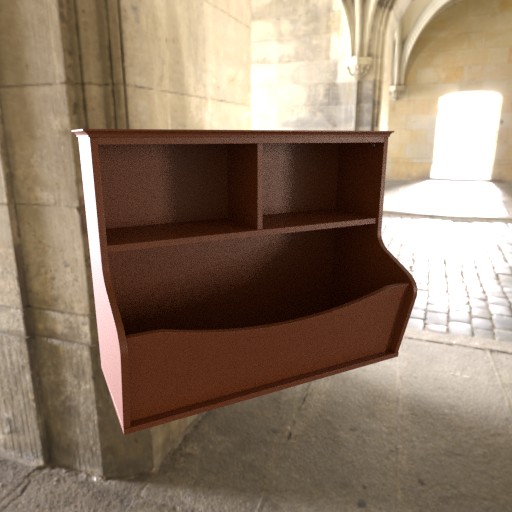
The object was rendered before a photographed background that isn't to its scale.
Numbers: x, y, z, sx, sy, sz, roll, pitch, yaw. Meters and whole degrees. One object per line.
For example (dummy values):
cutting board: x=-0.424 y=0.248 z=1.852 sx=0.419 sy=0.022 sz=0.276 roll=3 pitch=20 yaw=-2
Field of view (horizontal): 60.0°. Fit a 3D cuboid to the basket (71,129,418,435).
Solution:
basket: x=0.000 y=0.000 z=1.145 sx=0.792 sy=0.625 sz=0.376 roll=-8 pitch=17 yaw=-26
